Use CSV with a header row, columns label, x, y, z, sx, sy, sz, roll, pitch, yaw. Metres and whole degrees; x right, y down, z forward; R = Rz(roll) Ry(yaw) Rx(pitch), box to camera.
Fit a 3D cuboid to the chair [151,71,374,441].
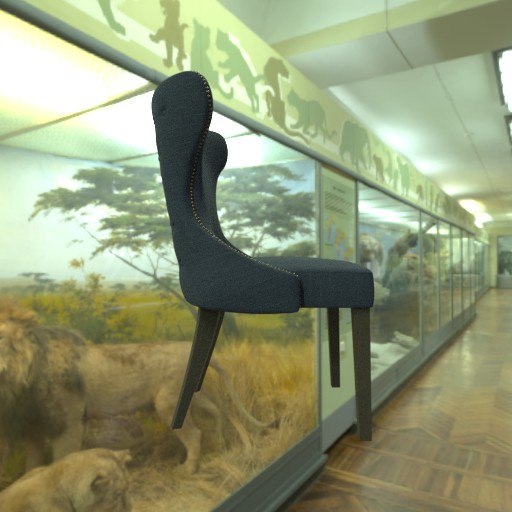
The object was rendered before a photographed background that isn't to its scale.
label,x,y,z,sx,sy,sz,roll,pitch,yaw
chair,0.000,0.000,1.416,0.635,0.967,0.628,0,0,1
